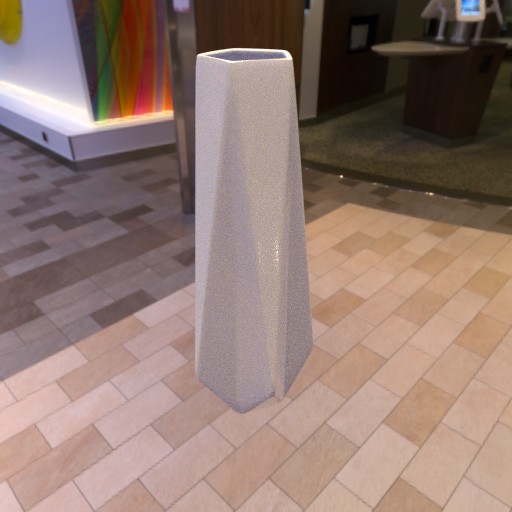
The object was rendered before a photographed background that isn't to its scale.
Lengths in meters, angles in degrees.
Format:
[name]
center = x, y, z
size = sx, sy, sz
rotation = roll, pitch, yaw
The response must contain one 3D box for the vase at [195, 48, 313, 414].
[vase]
center = 0.000, 0.000, 0.394
size = 0.116, 0.329, 0.122
rotation = -1, 32, -1
